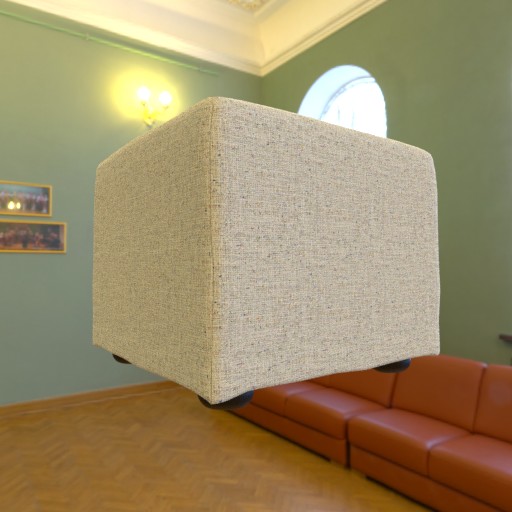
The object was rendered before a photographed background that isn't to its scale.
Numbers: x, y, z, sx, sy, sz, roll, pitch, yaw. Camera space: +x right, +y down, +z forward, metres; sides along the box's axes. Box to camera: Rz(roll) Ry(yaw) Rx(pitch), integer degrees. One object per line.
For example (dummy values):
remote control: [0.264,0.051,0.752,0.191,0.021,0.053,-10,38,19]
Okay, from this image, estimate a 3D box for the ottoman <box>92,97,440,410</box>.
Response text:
ottoman: [0.000,0.000,0.902,0.521,0.453,0.512,1,-2,-36]
